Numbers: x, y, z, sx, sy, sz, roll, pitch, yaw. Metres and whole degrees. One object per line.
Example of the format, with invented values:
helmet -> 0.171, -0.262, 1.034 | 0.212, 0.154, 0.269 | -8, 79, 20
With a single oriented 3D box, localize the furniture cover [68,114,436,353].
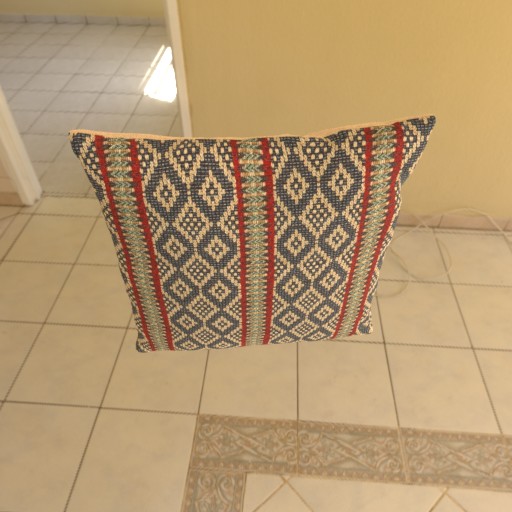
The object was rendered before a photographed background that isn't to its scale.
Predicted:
furniture cover -> 0.000, 0.000, 0.660 | 0.431, 0.431, 0.139 | -4, 45, -4
